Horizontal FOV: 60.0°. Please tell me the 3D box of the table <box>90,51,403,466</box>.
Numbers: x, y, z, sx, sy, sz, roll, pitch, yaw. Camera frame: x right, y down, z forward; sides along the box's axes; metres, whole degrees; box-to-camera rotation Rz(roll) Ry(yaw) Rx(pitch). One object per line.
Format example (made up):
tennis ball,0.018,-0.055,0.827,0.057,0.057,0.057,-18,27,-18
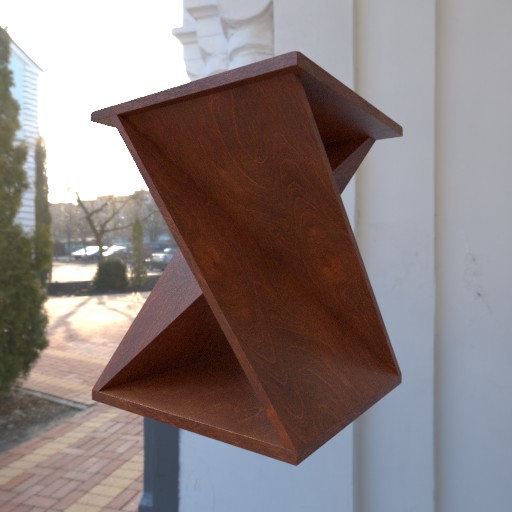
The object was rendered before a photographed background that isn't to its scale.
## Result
table,0.000,0.000,0.851,0.427,0.520,0.427,1,1,35
